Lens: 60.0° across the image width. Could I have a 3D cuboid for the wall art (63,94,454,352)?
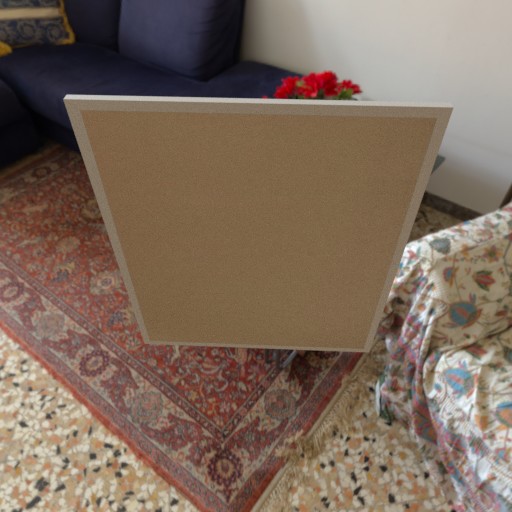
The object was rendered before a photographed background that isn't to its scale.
[{"bbox_3d":[0.000,0.000,0.751,0.482,0.557,0.012,2,46,2],"label":"wall art"}]
